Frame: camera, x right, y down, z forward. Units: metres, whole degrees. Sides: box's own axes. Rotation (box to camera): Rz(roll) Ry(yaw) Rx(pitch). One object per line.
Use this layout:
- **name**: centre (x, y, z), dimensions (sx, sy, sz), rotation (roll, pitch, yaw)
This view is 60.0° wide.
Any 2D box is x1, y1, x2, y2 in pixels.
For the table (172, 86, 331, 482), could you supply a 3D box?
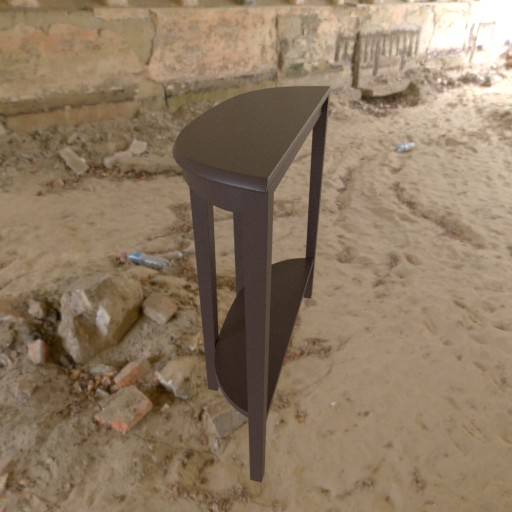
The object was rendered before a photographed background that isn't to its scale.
- **table**: centre (0.000, 0.000, 1.324), dimensions (0.274, 0.831, 0.909), rotation (8, 31, 13)
